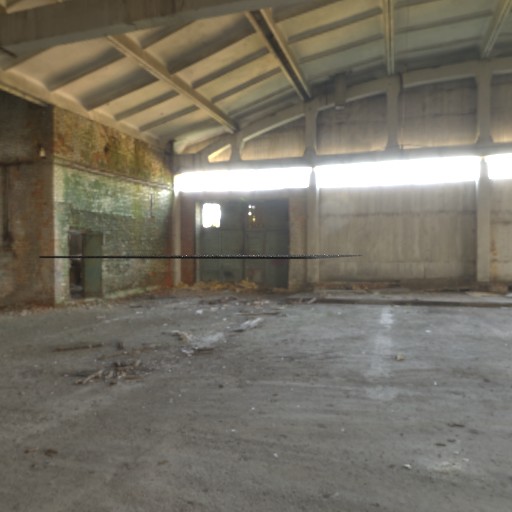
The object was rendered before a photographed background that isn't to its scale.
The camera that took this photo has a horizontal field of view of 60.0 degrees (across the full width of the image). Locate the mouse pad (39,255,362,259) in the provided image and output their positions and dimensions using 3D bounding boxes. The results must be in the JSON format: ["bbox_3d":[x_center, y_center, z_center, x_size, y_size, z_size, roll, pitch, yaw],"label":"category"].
[{"bbox_3d":[0.000,0.000,1.031,0.424,0.003,0.907,0,0,17],"label":"mouse pad"}]
